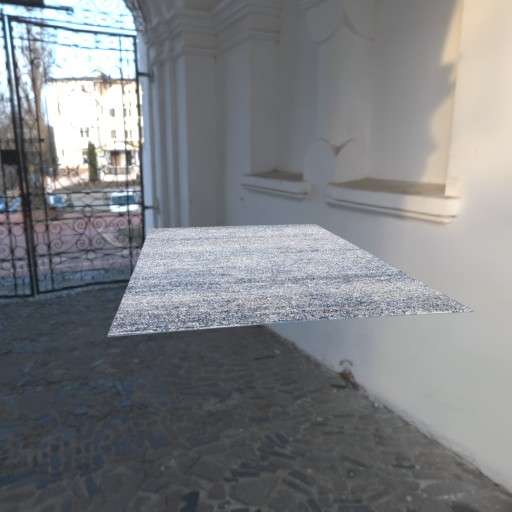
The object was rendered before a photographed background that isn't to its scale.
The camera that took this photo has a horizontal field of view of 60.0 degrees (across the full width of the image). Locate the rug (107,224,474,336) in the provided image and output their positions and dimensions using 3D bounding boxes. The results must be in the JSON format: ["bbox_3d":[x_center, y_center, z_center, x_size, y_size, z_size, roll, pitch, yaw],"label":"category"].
[{"bbox_3d":[0.000,0.000,2.153,1.135,0.010,1.740,-2,14,-9],"label":"rug"}]
